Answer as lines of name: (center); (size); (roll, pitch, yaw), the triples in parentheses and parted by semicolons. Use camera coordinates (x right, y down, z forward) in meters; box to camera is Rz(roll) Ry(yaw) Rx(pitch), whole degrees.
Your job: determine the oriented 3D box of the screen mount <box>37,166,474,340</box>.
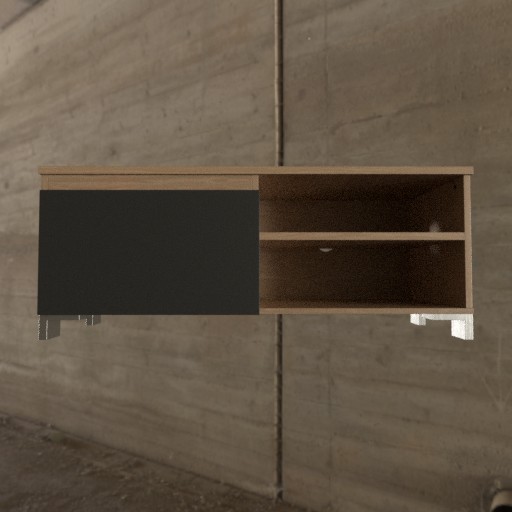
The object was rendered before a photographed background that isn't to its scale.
screen mount: (0.000, 0.000, 1.298); (1.084, 0.432, 0.406); (0, -2, 0)
